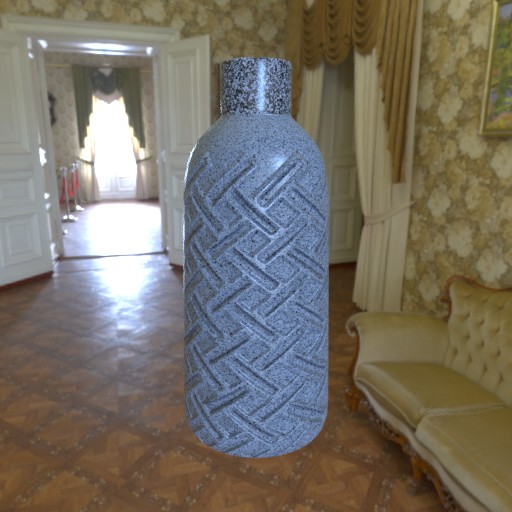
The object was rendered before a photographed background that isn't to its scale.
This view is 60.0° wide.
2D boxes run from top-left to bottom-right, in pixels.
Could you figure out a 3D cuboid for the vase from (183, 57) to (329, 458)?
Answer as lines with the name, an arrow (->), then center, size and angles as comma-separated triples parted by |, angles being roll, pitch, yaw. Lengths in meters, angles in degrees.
vase -> 0.000, 0.000, 0.350 | 0.122, 0.282, 0.122 | 0, 14, 0
